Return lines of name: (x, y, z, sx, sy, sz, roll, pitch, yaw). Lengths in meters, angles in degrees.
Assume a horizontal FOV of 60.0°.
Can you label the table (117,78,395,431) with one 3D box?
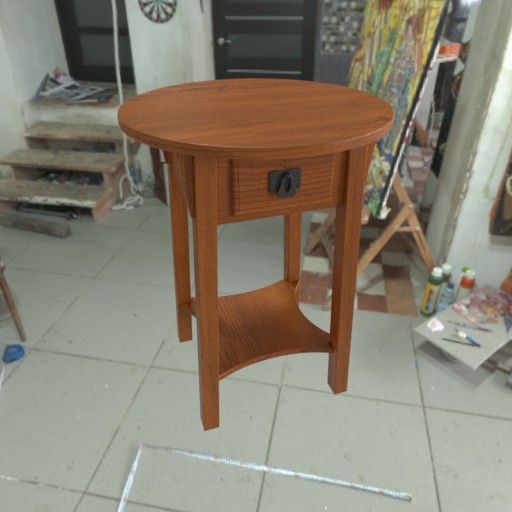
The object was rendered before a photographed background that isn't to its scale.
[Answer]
table: (0.000, 0.000, 0.915, 0.457, 0.610, 0.457, 0, 32, 0)
